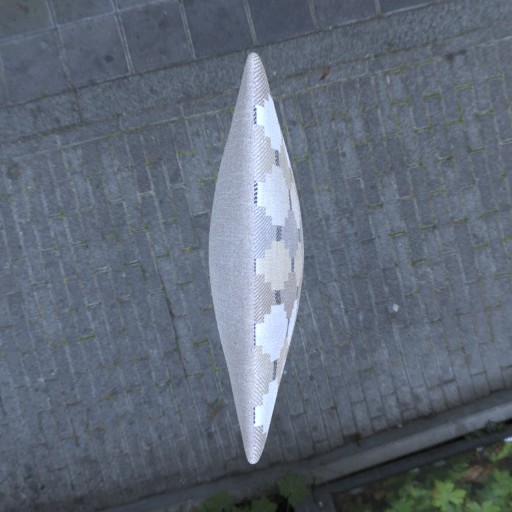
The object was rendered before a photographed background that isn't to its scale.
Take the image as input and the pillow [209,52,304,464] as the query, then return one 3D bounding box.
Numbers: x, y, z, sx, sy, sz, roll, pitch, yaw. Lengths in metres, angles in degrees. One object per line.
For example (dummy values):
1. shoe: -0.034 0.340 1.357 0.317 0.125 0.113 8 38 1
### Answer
1. pillow: 0.000 0.000 0.869 0.192 0.558 0.578 0 92 1
